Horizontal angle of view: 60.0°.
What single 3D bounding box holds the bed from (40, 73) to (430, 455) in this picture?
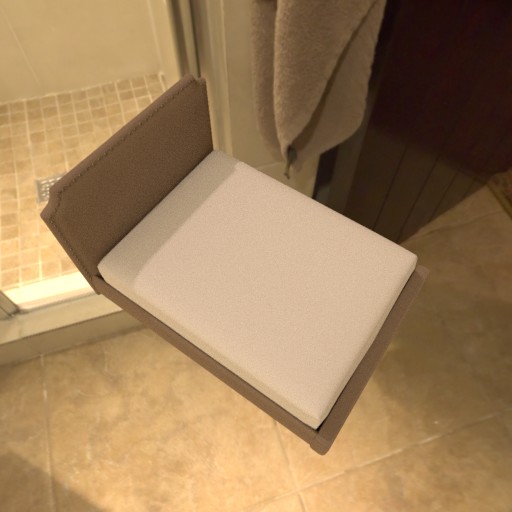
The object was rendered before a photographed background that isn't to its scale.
[{"bbox_3d":[0.000,0.000,3.447,2.372,1.443,1.713,31,64,17],"label":"bed"}]
